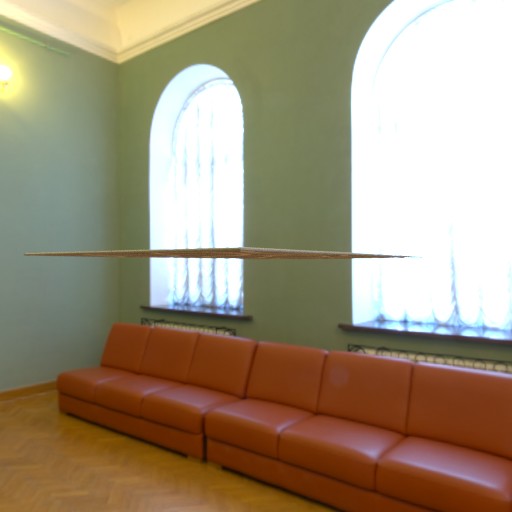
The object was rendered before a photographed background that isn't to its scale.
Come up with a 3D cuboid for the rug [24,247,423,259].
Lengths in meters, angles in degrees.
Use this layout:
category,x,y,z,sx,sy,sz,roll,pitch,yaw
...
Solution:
category,x,y,z,sx,sy,sz,roll,pitch,yaw
rug,0.000,0.000,2.931,1.528,0.014,2.294,-1,-1,36
